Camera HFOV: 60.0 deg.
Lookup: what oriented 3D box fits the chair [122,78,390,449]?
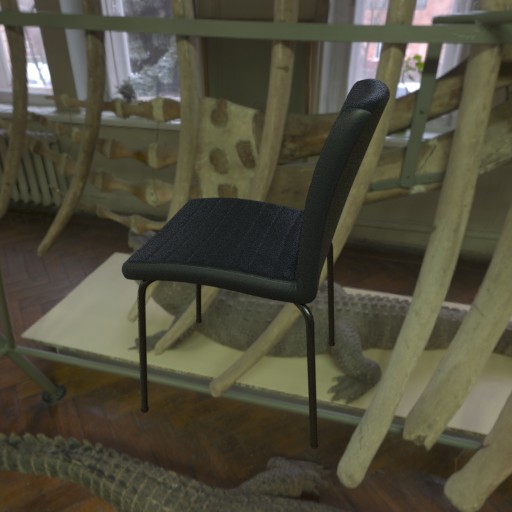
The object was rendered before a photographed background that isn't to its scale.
[{"bbox_3d":[0.000,0.000,1.186,0.572,0.872,0.450,7,30,13],"label":"chair"}]
